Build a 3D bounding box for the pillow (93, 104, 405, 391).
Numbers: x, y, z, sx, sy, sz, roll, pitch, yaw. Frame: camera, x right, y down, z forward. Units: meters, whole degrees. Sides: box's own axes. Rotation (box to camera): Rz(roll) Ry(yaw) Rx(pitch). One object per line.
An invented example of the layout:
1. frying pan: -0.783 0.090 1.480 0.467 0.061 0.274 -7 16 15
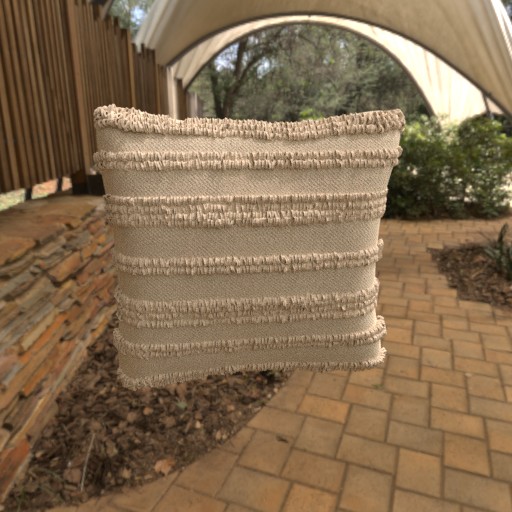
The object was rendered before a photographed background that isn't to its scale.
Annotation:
1. pillow: 0.000 0.000 0.661 0.437 0.427 0.145 -2 17 -7
